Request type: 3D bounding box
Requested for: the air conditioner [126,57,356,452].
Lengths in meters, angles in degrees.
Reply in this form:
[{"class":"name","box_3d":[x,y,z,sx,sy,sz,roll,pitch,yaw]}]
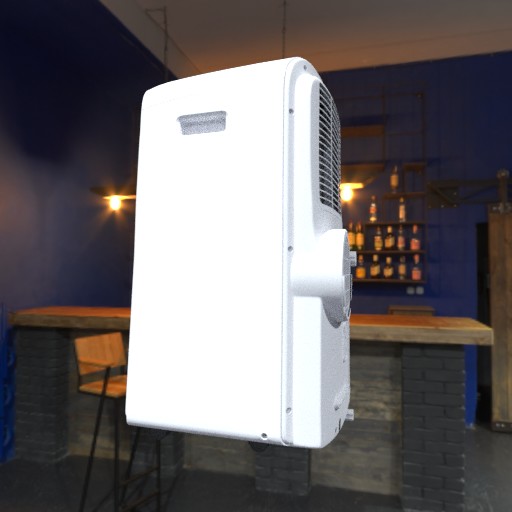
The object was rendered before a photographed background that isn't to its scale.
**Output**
[{"class":"air conditioner","box_3d":[0.000,0.000,1.058,0.467,0.765,0.478,0,-2,16]}]
